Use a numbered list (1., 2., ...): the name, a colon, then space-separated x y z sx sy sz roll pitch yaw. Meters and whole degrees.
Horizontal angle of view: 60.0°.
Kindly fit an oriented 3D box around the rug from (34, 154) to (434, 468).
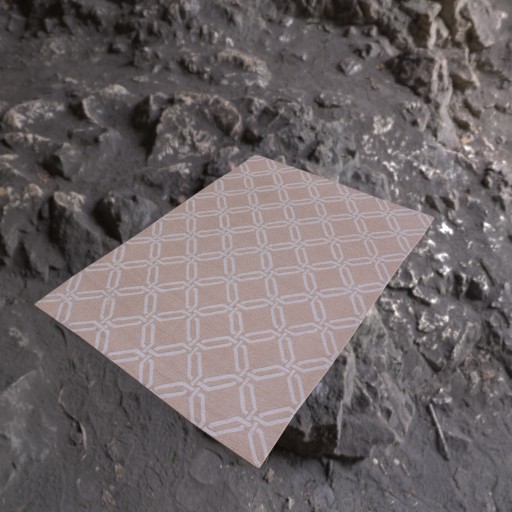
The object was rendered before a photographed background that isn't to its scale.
1. rug: 0.000 0.000 4.382 2.452 0.020 3.365 25 47 26
